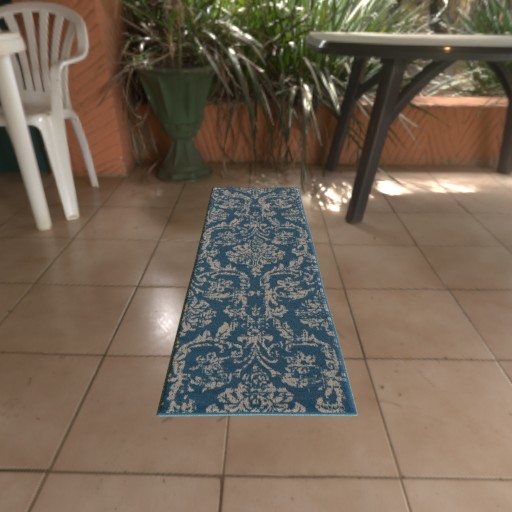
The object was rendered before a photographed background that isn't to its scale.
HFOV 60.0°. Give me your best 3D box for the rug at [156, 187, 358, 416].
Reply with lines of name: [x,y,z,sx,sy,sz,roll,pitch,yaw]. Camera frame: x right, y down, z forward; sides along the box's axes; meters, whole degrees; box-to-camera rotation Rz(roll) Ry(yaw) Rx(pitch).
rug: [0.000,0.000,2.416,0.662,0.011,2.196,0,28,0]
